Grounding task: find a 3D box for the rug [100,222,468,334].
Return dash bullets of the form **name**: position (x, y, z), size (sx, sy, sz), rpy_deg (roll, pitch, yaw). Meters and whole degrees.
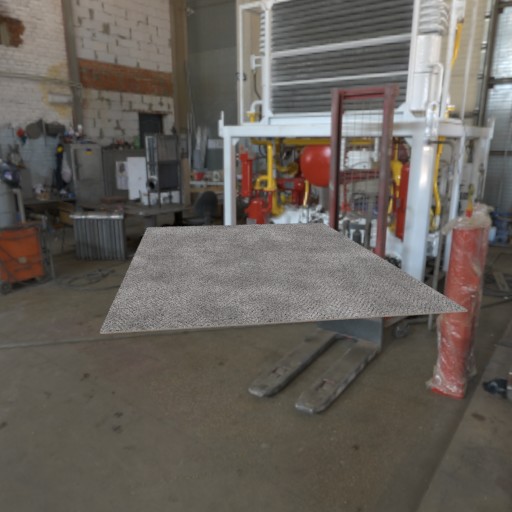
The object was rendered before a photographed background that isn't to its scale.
- **rug**: position (0.000, 0.000, 2.951), size (1.600, 0.008, 2.235), rpy_deg (-2, 15, -8)
